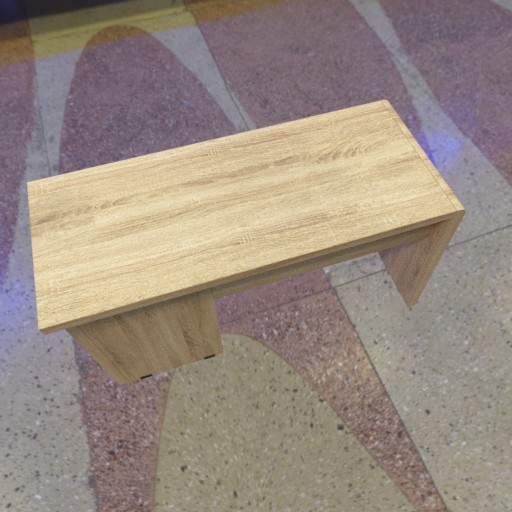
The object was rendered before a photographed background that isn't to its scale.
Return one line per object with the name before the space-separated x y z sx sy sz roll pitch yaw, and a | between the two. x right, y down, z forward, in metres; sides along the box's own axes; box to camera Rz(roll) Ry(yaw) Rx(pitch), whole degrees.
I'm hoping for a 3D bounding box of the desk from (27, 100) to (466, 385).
desk | 0.000 0.000 1.646 1.300 0.750 0.500 -16 60 -9
